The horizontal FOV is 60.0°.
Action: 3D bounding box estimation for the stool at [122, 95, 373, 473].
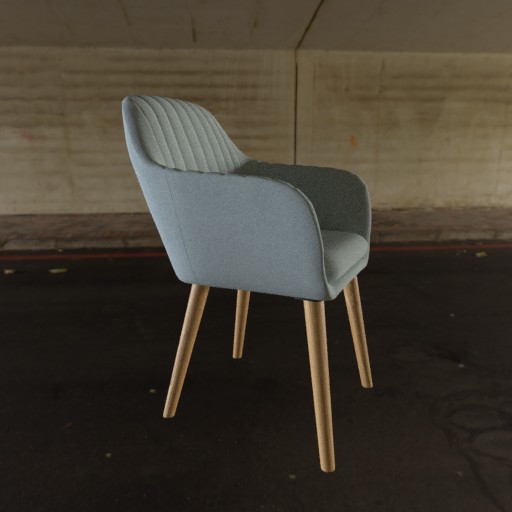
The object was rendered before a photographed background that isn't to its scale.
[{"bbox_3d":[0.000,0.000,1.191,0.590,0.830,0.503,7,15,25],"label":"stool"}]
